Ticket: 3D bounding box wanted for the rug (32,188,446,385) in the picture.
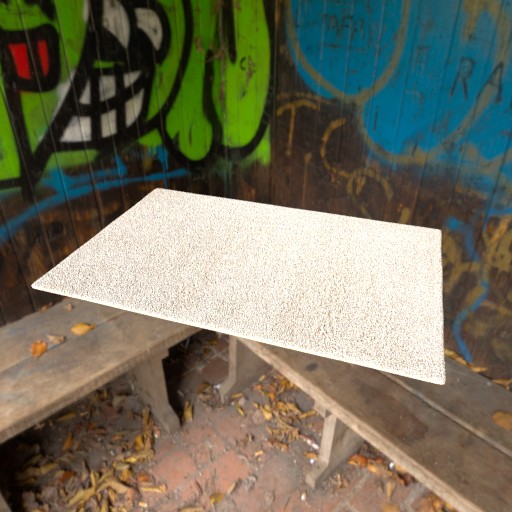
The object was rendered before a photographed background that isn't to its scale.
[{"bbox_3d":[0.000,0.000,3.450,2.743,0.030,1.778,10,34,16],"label":"rug"}]
